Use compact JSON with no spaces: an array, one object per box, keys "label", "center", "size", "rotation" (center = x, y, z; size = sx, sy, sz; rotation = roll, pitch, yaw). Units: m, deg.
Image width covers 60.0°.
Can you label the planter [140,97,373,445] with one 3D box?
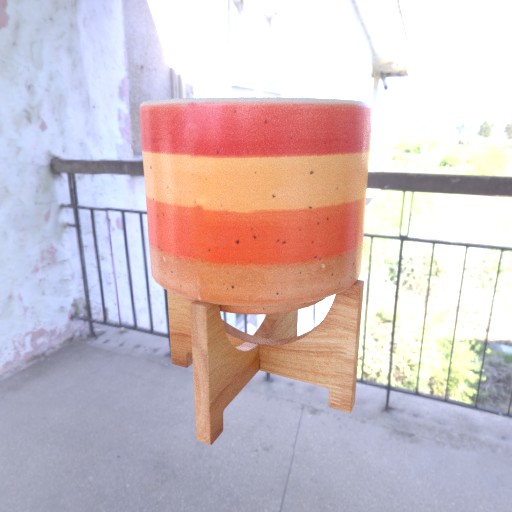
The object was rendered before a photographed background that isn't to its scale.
[{"label":"planter","center":[0.000,0.000,0.411],"size":[0.199,0.268,0.199],"rotation":[0,17,0]}]
